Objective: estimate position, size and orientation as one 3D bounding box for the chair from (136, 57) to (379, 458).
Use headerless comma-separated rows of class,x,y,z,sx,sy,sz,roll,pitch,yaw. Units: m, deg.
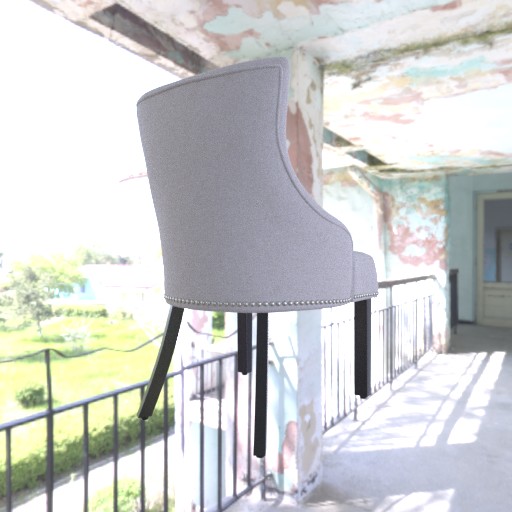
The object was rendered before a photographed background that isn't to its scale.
chair,0.000,0.000,1.336,0.566,0.909,0.629,0,1,35
